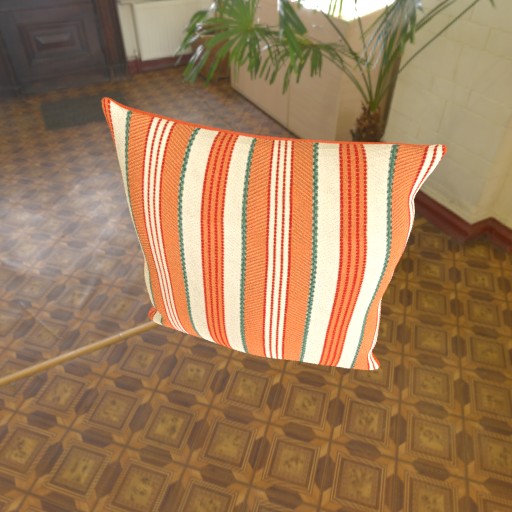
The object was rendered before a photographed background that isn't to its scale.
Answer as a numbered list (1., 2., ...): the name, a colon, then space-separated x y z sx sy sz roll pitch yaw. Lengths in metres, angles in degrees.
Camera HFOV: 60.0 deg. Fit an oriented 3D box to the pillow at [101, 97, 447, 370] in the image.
1. pillow: 0.000 0.000 0.671 0.440 0.441 0.182 11 42 12
